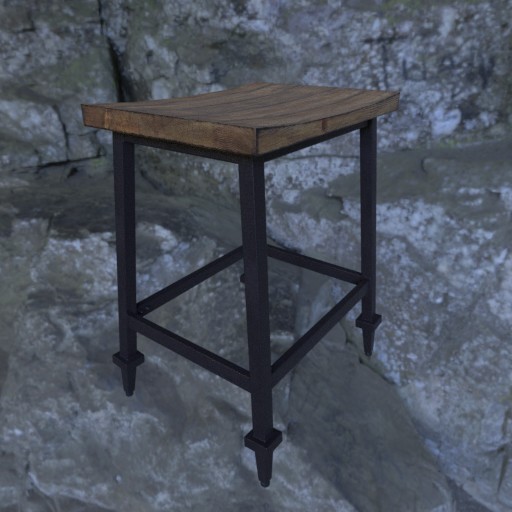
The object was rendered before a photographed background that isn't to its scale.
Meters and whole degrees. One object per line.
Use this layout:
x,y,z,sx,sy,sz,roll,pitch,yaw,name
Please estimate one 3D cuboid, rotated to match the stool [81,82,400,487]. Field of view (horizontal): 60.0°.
0.000,0.000,0.919,0.405,0.625,0.486,18,32,32,stool
